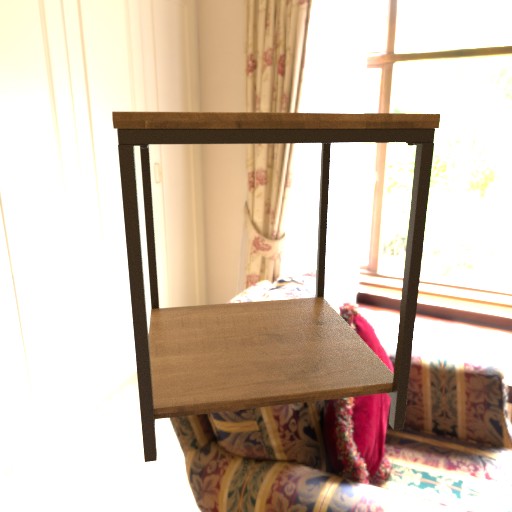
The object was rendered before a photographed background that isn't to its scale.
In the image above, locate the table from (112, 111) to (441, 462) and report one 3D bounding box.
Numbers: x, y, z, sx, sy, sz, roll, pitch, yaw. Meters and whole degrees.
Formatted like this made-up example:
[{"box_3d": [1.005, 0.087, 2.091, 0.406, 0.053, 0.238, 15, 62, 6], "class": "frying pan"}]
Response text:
[{"box_3d": [0.000, 0.000, 0.981, 0.503, 0.589, 0.507, -3, 16, -10], "class": "table"}]
